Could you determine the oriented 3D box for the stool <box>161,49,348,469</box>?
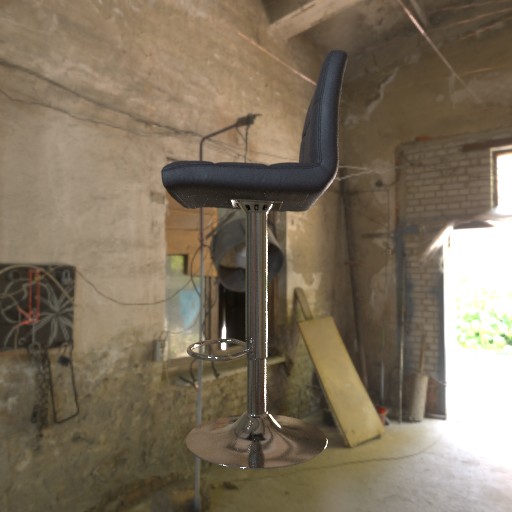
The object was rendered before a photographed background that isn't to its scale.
[{"bbox_3d":[0.000,0.000,1.364,0.505,1.115,0.430,0,-2,0],"label":"stool"}]
